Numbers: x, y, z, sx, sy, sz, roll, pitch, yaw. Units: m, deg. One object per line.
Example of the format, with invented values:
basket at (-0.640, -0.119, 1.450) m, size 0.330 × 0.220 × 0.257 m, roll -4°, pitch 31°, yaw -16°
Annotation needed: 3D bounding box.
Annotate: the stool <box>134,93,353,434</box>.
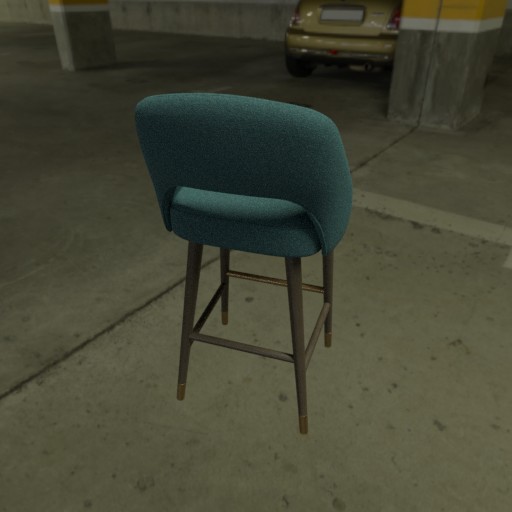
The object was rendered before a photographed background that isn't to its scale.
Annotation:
stool at (0.000, 0.000, 1.350) m, size 0.536 × 1.032 × 0.522 m, roll 10°, pitch 32°, yaw 15°
